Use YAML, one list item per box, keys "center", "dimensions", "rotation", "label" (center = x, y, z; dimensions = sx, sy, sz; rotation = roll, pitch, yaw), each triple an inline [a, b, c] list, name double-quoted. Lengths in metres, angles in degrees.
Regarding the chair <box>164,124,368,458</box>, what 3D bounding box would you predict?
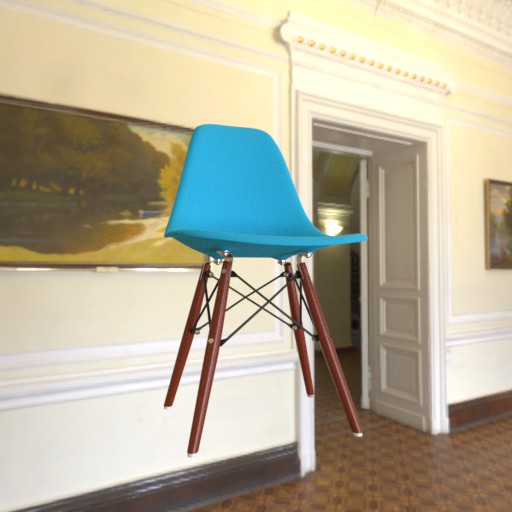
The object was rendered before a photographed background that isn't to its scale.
- center: [0.000, 0.000, 1.135]
  dimensions: [0.470, 0.826, 0.533]
  rotation: [1, -2, -18]
  label: "chair"
